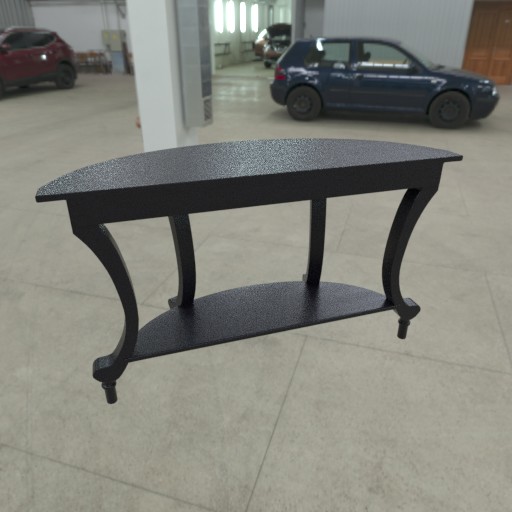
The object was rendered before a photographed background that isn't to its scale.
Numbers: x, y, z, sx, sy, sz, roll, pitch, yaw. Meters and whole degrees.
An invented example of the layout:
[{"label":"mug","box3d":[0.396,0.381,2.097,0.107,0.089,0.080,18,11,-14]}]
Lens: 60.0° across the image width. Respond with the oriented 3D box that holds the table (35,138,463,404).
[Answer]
[{"label":"table","box3d":[0.000,0.000,1.509,1.198,0.692,0.394,-8,28,-16]}]
